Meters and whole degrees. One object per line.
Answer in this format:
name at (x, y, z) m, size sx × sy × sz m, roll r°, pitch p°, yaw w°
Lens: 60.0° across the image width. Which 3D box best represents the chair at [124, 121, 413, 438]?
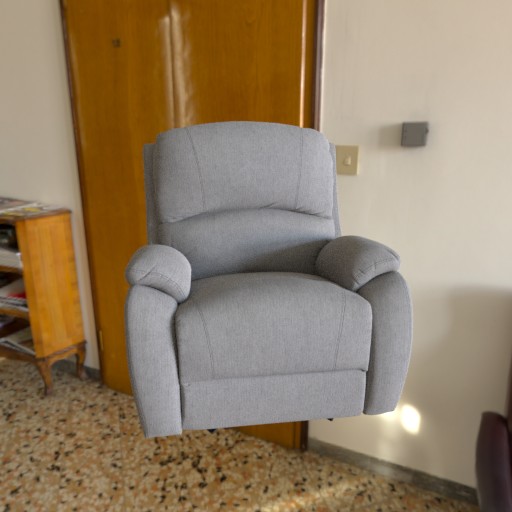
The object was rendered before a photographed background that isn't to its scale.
chair at (0.000, 0.000, 1.724) m, size 0.930 × 1.011 × 0.899 m, roll -3°, pitch 16°, yaw -9°
